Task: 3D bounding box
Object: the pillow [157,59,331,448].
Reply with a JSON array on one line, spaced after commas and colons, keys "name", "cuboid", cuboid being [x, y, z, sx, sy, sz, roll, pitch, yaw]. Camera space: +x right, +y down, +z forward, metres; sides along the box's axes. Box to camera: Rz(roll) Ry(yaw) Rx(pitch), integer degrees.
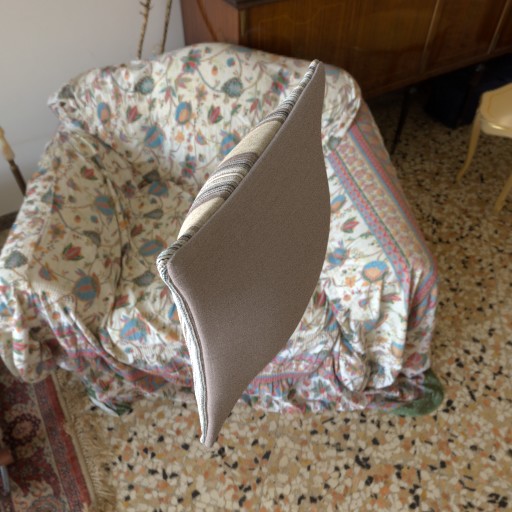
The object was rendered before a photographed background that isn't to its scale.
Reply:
[{"name": "pillow", "cuboid": [0.000, 0.000, 0.654, 0.189, 0.416, 0.435, 17, 50, 16]}]
